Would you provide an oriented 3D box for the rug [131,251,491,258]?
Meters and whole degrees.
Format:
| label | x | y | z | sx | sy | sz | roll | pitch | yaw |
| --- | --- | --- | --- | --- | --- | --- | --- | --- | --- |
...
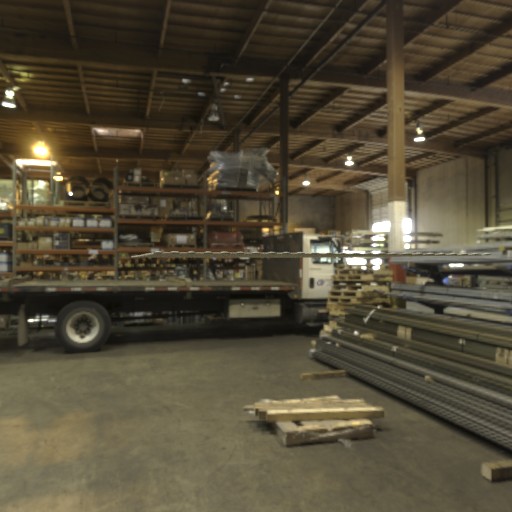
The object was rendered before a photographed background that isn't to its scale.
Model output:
| label | x | y | z | sx | sy | sz | roll | pitch | yaw |
| --- | --- | --- | --- | --- | --- | --- | --- | --- | --- |
| rug | 0.000 | 0.000 | 2.968 | 1.539 | 0.011 | 2.410 | 0 | -1 | -18 |
